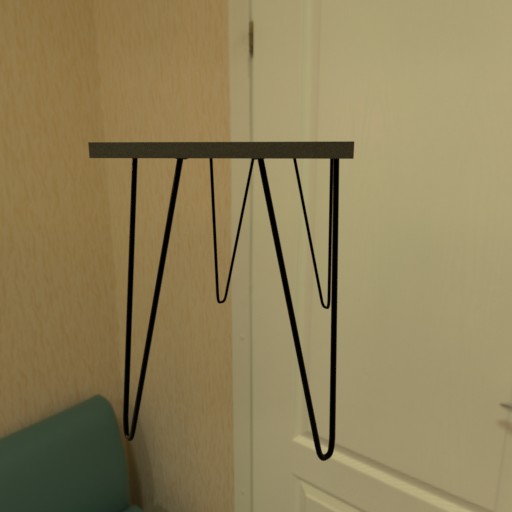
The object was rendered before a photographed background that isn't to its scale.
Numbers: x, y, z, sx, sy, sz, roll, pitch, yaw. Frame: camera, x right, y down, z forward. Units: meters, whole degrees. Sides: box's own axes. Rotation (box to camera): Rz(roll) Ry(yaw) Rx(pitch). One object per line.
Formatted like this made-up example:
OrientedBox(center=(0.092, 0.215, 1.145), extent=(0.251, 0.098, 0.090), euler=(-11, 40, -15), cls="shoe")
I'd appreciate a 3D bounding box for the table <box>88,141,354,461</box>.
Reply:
OrientedBox(center=(0.000, 0.000, 1.363), extent=(0.499, 0.660, 0.991), euler=(2, 13, 8), cls="table")
